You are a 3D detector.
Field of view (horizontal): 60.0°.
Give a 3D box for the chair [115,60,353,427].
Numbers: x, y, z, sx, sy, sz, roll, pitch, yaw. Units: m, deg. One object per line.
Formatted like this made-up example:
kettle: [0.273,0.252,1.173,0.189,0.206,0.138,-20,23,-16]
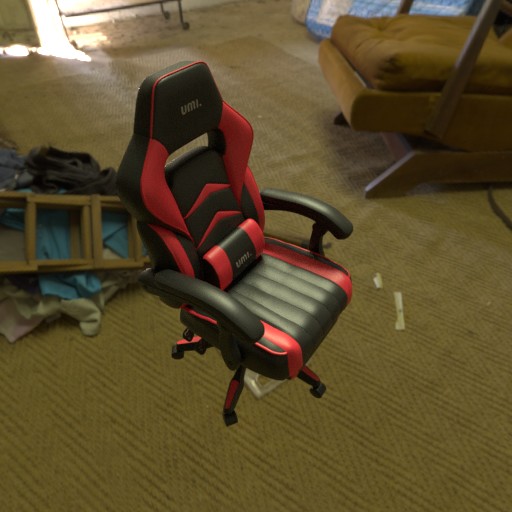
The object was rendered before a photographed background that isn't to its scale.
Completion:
chair: [0.000,0.000,1.608,0.700,1.220,0.700,25,48,25]
